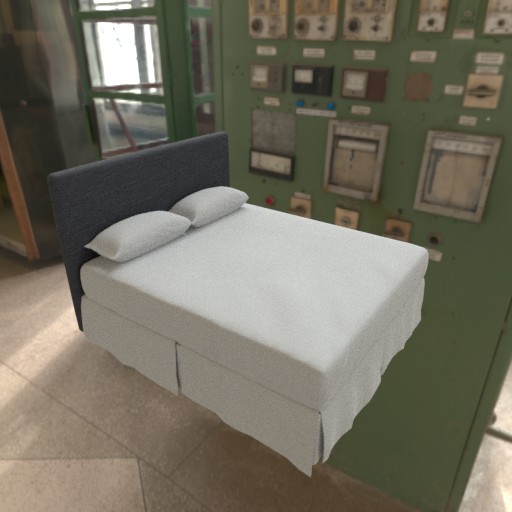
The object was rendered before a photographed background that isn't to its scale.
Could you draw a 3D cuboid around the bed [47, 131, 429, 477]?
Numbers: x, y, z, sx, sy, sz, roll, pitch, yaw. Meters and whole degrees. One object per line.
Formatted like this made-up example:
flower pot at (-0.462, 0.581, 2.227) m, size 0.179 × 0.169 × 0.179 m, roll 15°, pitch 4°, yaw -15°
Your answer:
bed at (0.000, 0.000, 3.285) m, size 2.142 × 1.330 × 1.884 m, roll 18°, pitch 31°, yaw 31°
